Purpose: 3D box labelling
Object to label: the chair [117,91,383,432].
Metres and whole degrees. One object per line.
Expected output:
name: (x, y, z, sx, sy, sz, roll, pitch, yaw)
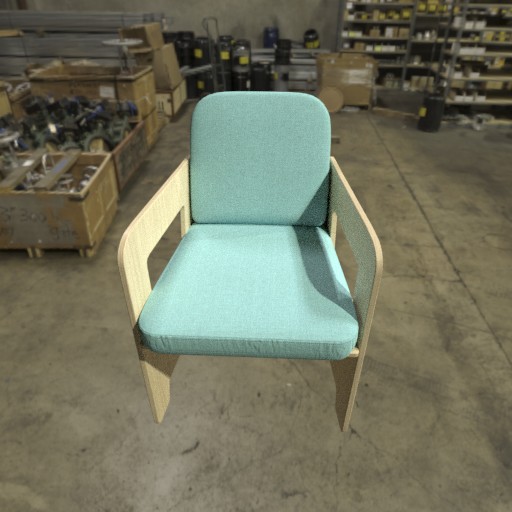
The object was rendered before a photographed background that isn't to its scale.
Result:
chair: (0.000, 0.000, 1.299, 0.590, 0.800, 0.710, 2, 32, 3)
